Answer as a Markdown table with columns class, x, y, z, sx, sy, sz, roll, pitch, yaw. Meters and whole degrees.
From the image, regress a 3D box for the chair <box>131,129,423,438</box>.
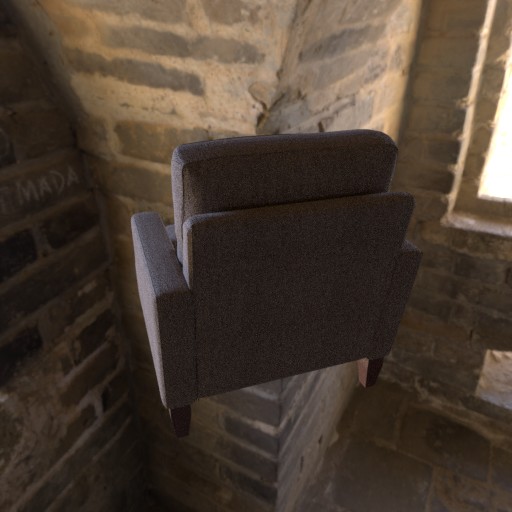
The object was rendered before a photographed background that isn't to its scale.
| class | x | y | z | sx | sy | sz | roll | pitch | yaw |
| --- | --- | --- | --- | --- | --- | --- | --- | --- | --- |
| chair | 0.000 | 0.000 | 1.675 | 0.855 | 0.993 | 0.897 | -9 | 27 | -17 |
